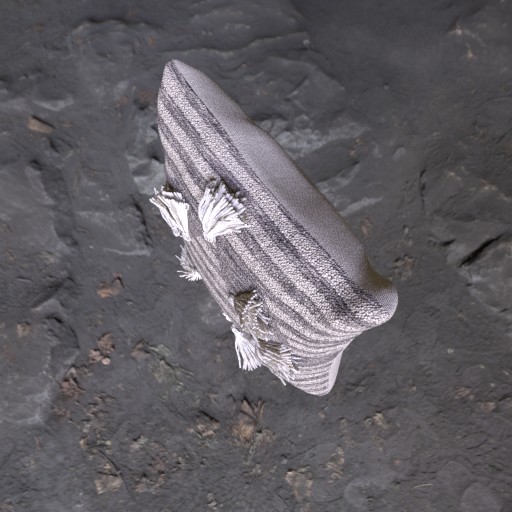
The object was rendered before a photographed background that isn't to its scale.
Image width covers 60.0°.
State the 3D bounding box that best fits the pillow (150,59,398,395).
[{"bbox_3d":[0.000,0.000,0.776,0.234,0.490,0.484,-32,67,-15],"label":"pillow"}]
